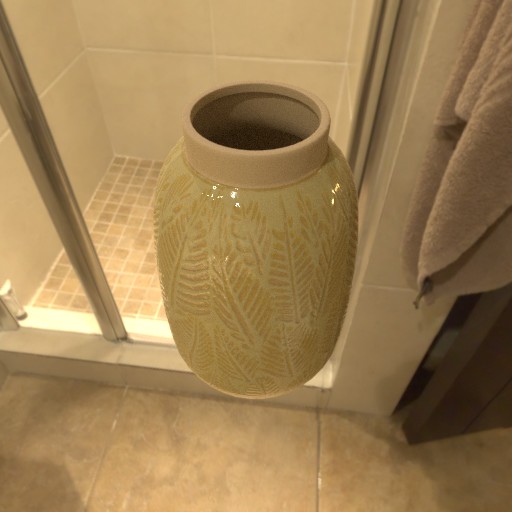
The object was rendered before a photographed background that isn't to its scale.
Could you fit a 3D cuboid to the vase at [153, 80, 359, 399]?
[{"bbox_3d":[0.000,0.000,0.385,0.172,0.270,0.172,0,47,0],"label":"vase"}]
